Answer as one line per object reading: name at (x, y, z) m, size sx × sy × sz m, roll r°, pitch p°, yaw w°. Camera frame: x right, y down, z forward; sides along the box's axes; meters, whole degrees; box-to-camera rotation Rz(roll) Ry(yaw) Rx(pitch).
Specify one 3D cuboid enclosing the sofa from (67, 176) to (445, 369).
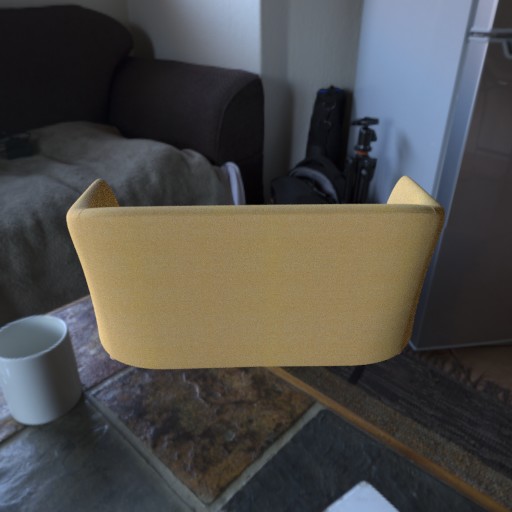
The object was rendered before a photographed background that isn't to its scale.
sofa at (0.000, 0.000, 1.856) m, size 1.452 × 0.721 × 0.705 m, roll -1°, pitch 30°, yaw -1°
